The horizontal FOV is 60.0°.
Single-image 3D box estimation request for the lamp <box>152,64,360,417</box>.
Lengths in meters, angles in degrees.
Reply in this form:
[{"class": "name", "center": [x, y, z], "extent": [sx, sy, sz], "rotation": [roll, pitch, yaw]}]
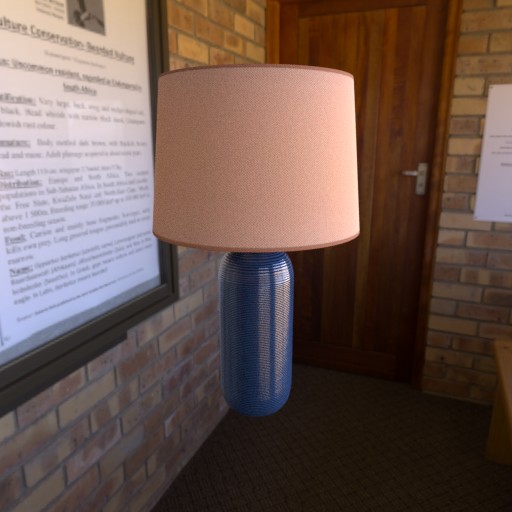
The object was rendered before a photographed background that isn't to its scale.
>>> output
[{"class": "lamp", "center": [0.000, 0.000, 0.818], "extent": [0.367, 0.609, 0.367], "rotation": [0, 15, 0]}]
